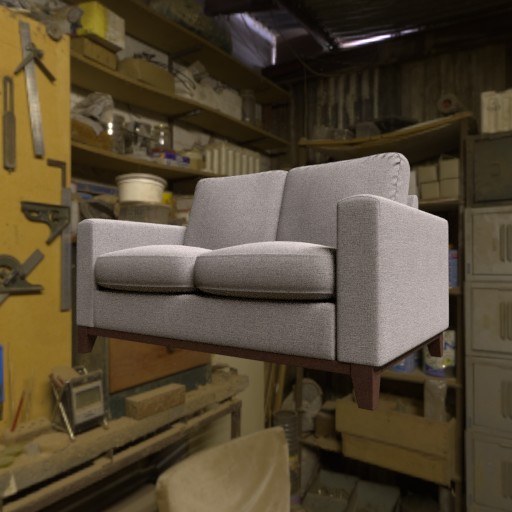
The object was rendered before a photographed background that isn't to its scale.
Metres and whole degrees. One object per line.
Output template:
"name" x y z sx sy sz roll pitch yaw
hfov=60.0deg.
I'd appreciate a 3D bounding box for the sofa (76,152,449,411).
"sofa" 0.000 0.000 1.964 1.420 0.873 0.917 -1 -1 35
